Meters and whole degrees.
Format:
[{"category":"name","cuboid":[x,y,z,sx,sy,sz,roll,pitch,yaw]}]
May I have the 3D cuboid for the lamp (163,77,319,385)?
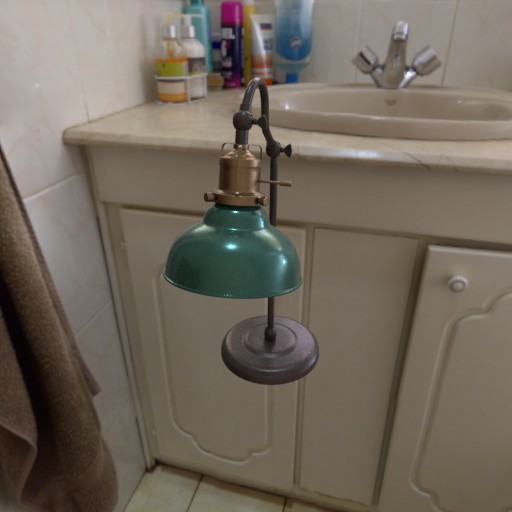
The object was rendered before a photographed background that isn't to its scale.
[{"category":"lamp","cuboid":[0.000,0.000,0.677,0.192,0.508,0.374,8,29,16]}]
